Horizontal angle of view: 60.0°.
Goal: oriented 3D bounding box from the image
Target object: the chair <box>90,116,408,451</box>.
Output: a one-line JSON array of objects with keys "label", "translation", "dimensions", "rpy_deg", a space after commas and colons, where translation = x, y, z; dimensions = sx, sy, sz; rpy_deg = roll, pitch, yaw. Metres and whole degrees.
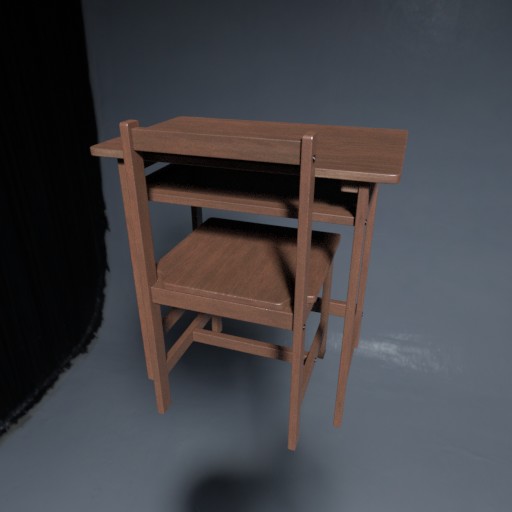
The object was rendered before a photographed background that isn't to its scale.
[{"label": "chair", "translation": [0.000, 0.000, 1.052], "dimensions": [0.599, 0.673, 0.463], "rpy_deg": [9, 28, 17]}]
